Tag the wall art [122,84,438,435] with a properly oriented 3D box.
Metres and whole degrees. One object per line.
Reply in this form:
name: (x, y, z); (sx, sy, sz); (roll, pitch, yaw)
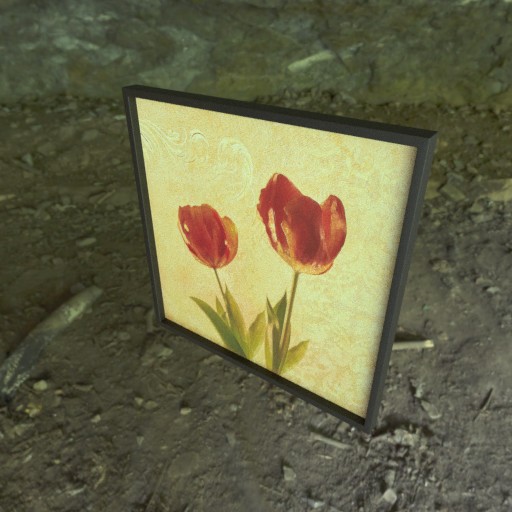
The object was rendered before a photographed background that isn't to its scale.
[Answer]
wall art: (0.000, 0.000, 0.525); (0.349, 0.349, 0.038); (20, 36, 29)
